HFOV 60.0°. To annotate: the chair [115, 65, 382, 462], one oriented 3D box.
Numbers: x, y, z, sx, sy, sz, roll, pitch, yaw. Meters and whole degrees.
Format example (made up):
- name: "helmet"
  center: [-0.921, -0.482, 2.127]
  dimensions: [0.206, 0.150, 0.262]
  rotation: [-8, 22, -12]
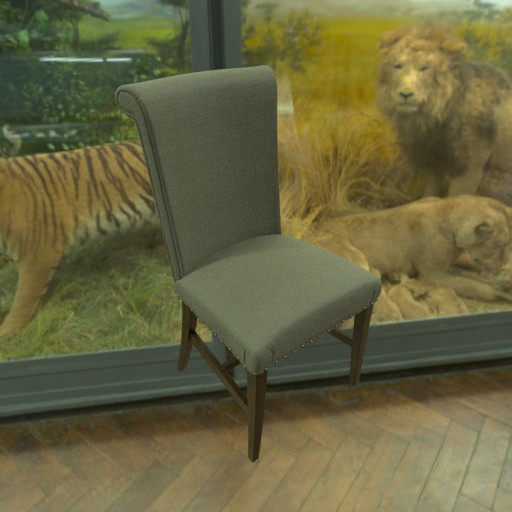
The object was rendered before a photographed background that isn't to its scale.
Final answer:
- name: "chair"
  center: [0.000, 0.000, 1.365]
  dimensions: [0.513, 0.988, 0.608]
  rotation: [-24, 39, -32]
